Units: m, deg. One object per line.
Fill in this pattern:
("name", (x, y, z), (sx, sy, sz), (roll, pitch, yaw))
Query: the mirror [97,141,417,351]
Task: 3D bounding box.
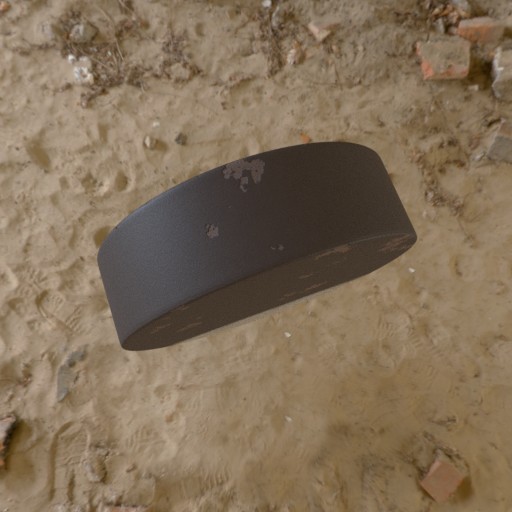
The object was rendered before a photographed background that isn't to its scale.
("mirror", (0.000, 0.000, 0.586), (0.386, 0.386, 0.126), (-19, 77, -5))
